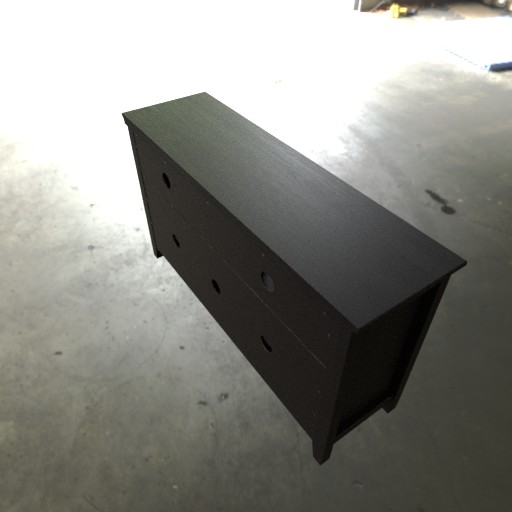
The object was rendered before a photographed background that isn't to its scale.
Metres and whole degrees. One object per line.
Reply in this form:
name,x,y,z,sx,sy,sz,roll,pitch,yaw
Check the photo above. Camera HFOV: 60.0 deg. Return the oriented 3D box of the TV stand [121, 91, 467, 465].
TV stand,0.000,0.000,1.527,0.347,0.681,1.198,-25,48,-25
